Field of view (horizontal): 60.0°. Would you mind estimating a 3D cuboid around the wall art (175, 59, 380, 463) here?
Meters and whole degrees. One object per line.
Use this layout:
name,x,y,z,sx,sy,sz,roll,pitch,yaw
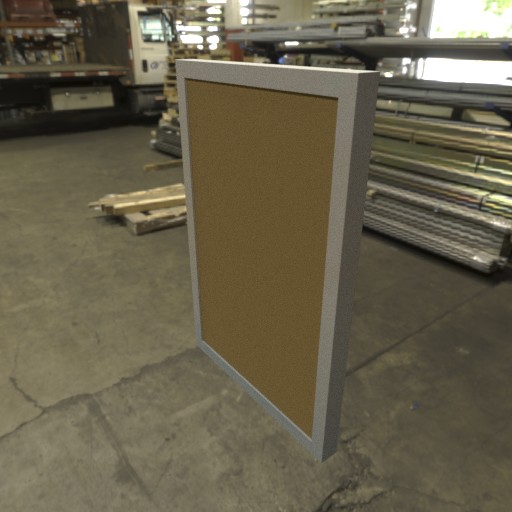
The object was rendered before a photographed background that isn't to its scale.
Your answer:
wall art,0.000,0.000,0.768,0.038,0.611,0.408,-19,32,-33
